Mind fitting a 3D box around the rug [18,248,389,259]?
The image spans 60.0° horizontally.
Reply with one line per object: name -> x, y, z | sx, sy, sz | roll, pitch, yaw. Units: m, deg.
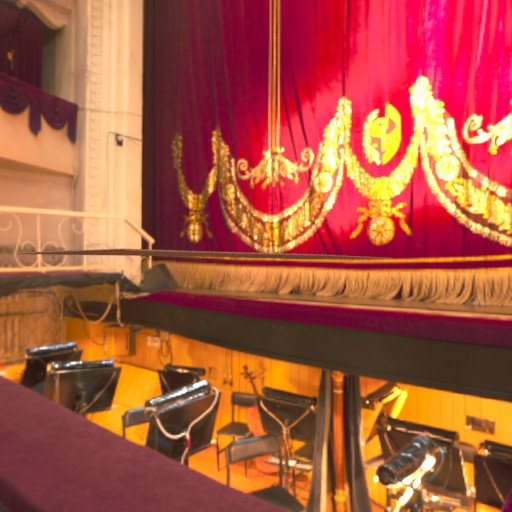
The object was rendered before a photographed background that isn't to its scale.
rug -> 0.000, 0.000, 2.609 | 0.741, 0.014, 2.390 | -1, -1, 38
